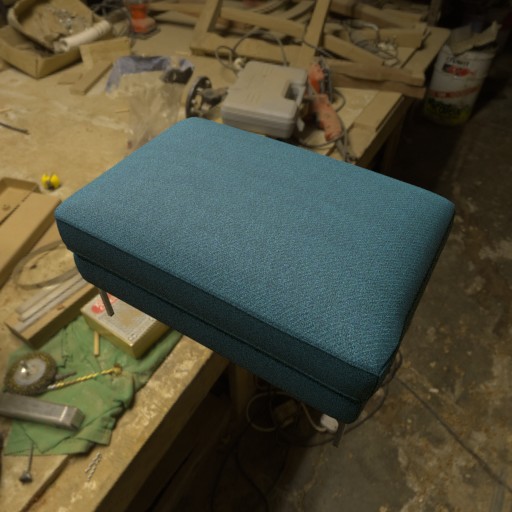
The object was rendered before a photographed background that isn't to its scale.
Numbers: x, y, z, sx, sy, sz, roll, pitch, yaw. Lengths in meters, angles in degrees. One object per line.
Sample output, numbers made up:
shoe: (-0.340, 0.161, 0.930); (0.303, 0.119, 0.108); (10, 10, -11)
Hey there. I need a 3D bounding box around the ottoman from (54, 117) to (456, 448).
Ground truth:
ottoman: (0.000, 0.000, 1.199); (0.856, 0.498, 0.563); (24, 51, 21)
